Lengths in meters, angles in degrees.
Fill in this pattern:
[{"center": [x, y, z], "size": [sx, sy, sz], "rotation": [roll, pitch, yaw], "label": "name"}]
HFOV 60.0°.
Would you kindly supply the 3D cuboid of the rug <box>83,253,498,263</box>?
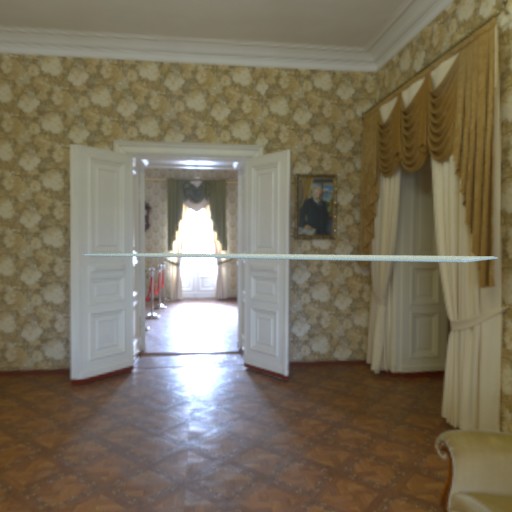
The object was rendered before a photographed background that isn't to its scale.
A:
[{"center": [0.000, 0.000, 2.365], "size": [2.196, 0.011, 0.662], "rotation": [1, 1, 37], "label": "rug"}]
